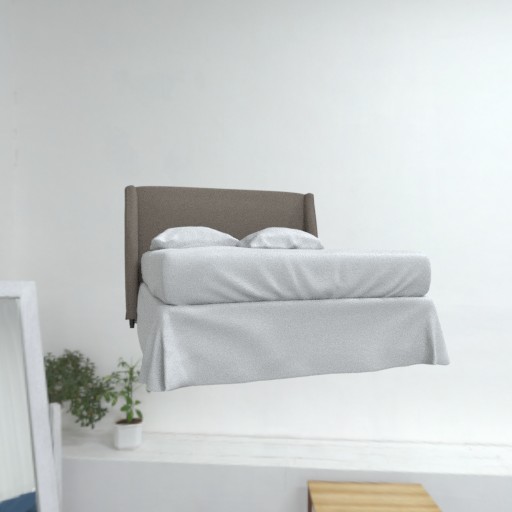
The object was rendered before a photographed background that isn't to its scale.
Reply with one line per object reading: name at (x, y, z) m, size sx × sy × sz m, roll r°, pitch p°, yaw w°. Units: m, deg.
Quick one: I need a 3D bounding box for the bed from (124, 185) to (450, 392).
bed at (0.000, 0.000, 3.438) m, size 1.925 × 1.332 × 2.276 m, roll 0°, pitch 0°, yaw -17°
